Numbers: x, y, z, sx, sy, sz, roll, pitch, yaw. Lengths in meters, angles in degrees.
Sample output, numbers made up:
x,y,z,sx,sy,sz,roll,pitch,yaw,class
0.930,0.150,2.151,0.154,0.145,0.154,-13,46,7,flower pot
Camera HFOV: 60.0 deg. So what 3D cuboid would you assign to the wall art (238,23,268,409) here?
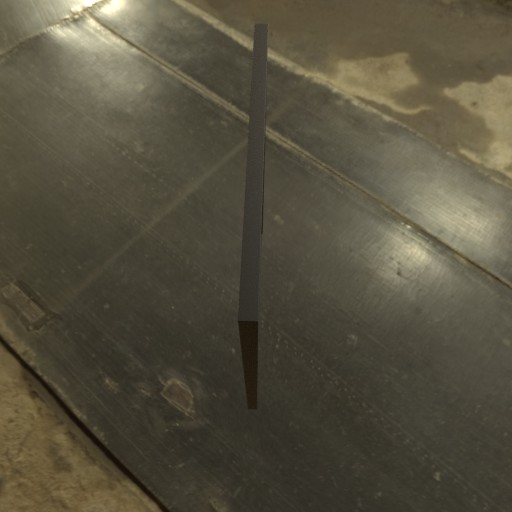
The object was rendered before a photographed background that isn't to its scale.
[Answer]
x,y,z,sx,sy,sz,roll,pitch,yaw,class
0.000,0.000,1.439,0.036,1.070,0.802,2,63,1,wall art
